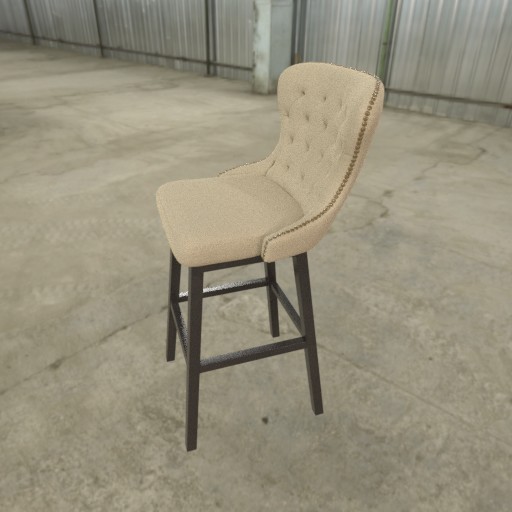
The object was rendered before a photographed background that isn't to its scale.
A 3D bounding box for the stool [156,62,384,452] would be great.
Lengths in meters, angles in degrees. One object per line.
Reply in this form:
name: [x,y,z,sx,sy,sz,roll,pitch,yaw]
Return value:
stool: [0.000,0.000,1.385,0.605,1.066,0.528,-10,32,-16]
